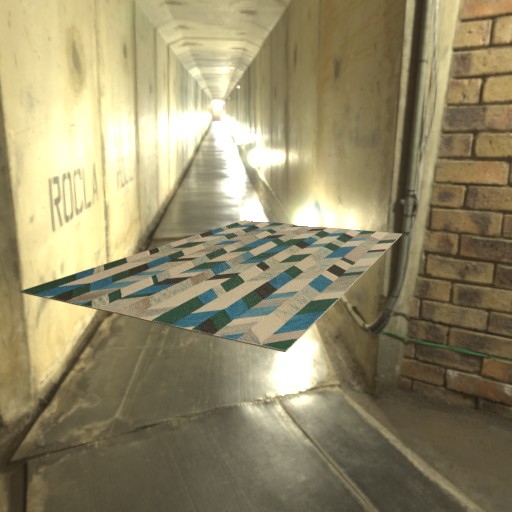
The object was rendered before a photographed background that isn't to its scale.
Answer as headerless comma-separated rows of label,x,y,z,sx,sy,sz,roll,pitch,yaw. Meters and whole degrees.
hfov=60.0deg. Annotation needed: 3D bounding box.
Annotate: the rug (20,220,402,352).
rug,0.000,0.000,3.000,1.507,0.007,2.433,7,16,26
